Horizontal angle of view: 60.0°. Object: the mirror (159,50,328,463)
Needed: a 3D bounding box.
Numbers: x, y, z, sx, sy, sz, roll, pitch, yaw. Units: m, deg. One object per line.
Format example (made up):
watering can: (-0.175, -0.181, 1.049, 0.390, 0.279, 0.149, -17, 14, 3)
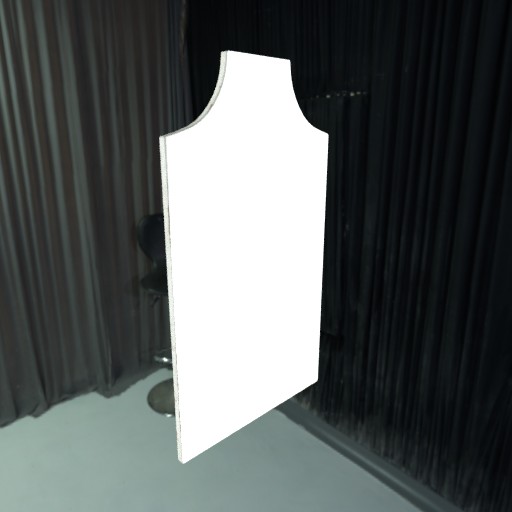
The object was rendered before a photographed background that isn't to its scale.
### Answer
mirror: (0.000, 0.000, 0.865, 0.403, 0.717, 0.022, -15, 22, -42)
